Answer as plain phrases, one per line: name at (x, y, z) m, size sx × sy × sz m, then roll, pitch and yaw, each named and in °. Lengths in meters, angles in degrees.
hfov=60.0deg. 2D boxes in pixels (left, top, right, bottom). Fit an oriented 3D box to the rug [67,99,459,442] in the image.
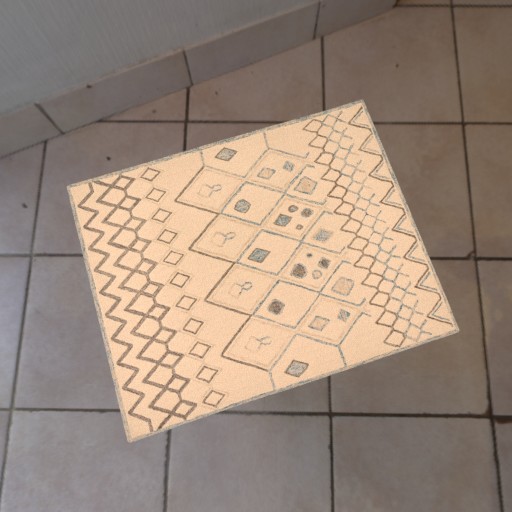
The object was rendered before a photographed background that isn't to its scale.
rug at (0.000, 0.000, 4.122) m, size 3.056 × 0.013 × 2.441 m, roll -17°, pitch 78°, yaw -4°
